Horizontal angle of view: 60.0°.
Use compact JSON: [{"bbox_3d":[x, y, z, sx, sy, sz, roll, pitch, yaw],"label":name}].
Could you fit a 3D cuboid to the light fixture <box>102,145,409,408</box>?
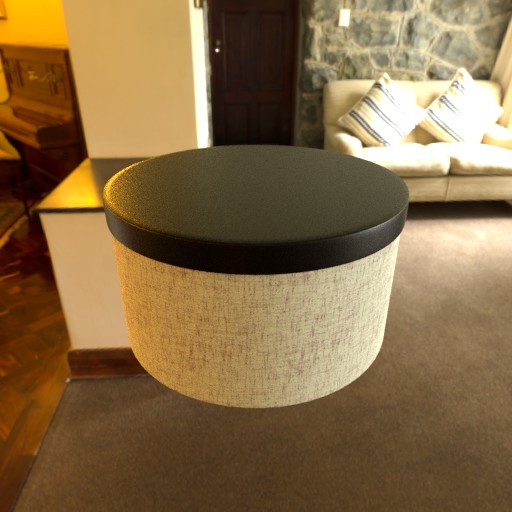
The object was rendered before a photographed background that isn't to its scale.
[{"bbox_3d":[0.000,0.000,0.639,0.389,0.229,0.389,0,27,0],"label":"light fixture"}]
